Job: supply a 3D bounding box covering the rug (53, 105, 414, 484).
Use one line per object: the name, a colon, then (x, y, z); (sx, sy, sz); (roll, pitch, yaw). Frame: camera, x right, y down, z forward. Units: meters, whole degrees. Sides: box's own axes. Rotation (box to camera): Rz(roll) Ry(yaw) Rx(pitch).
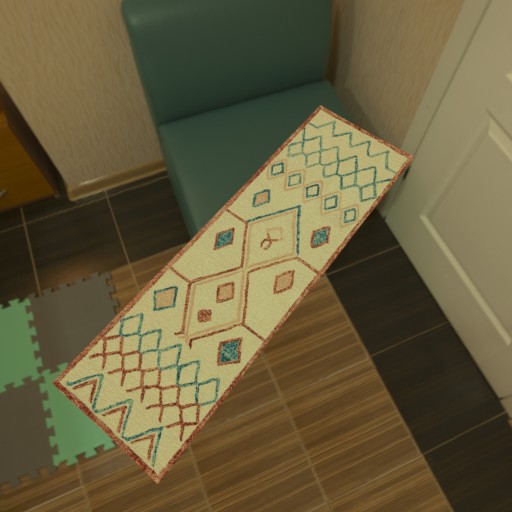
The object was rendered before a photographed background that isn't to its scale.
rug: (0.000, 0.000, 2.597); (0.750, 0.011, 2.435); (35, 68, 16)
